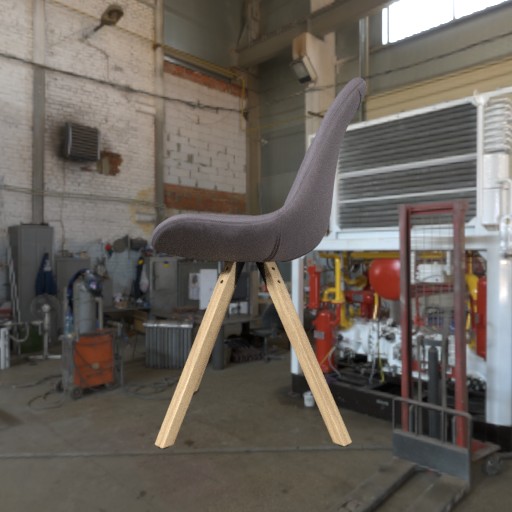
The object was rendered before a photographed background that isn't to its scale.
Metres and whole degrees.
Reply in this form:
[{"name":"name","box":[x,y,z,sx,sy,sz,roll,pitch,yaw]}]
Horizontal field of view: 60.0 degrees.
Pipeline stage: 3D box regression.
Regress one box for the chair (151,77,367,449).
[{"name":"chair","box":[0.000,0.000,1.205,0.547,0.865,0.483,0,0,0]}]
